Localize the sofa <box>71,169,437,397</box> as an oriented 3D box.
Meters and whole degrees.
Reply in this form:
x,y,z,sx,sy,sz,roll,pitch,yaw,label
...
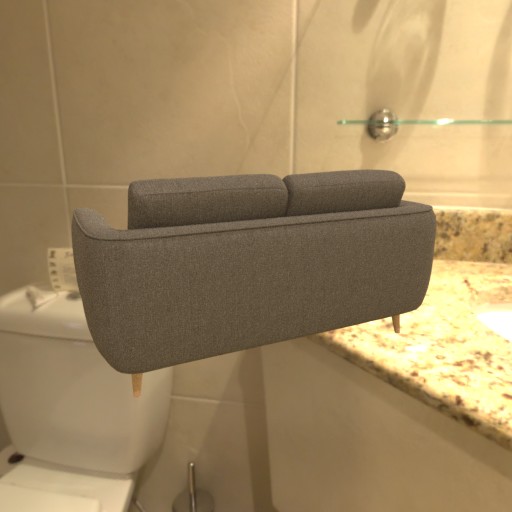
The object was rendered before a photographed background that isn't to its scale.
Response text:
x,y,z,sx,sy,sz,roll,pitch,yaw,label
0.000,0.000,2.254,1.700,0.870,0.920,-7,16,-25,sofa
